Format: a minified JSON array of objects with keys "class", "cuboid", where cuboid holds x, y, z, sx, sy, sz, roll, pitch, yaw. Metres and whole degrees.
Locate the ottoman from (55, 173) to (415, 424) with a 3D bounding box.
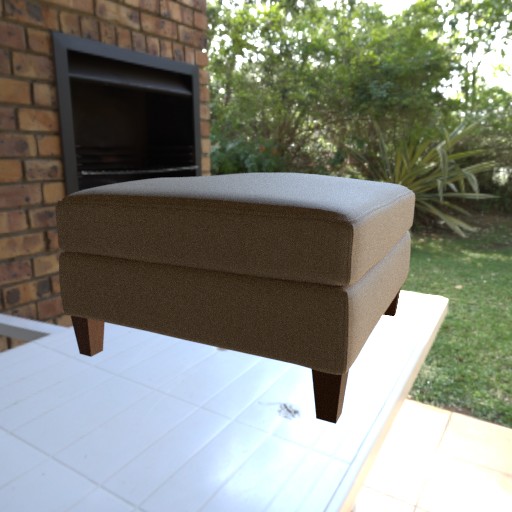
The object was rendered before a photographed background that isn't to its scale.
[{"class":"ottoman","cuboid":[0.000,0.000,1.395,0.838,0.503,0.838,6,14,26]}]
